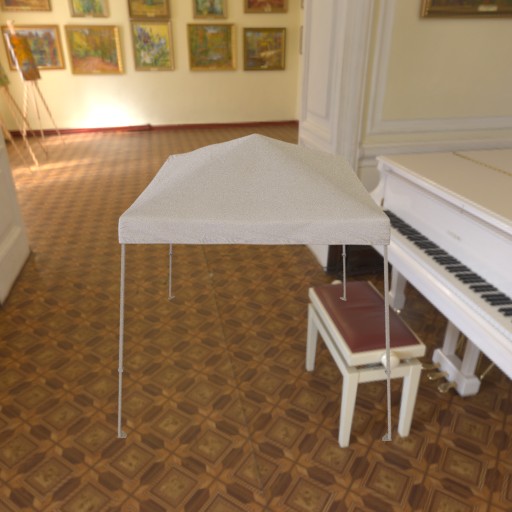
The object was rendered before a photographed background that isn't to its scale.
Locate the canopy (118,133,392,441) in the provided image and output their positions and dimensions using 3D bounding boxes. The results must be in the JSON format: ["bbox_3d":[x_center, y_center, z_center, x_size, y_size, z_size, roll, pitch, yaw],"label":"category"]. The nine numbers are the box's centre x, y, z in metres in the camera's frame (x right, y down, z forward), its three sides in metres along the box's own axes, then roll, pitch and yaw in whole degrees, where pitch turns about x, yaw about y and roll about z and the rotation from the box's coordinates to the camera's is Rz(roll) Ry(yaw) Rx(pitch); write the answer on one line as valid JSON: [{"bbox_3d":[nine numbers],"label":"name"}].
[{"bbox_3d":[0.000,0.000,6.655,3.599,3.600,3.600,0,26,1],"label":"canopy"}]
